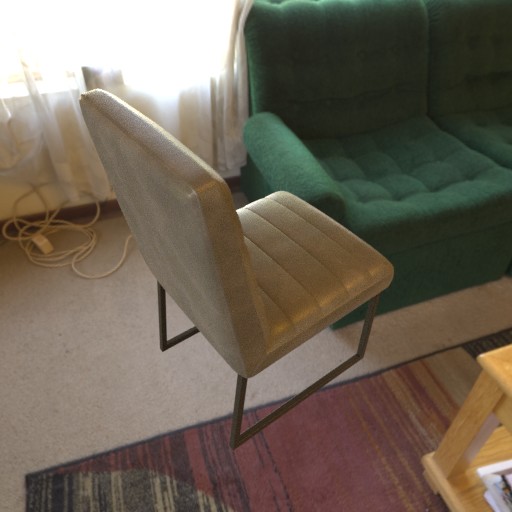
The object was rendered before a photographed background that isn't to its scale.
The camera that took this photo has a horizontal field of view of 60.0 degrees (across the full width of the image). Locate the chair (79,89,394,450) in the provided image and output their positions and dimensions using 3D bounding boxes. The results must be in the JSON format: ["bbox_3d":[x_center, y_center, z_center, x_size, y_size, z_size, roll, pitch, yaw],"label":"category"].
[{"bbox_3d":[0.000,0.000,1.257,0.634,0.930,0.520,-26,47,-27],"label":"chair"}]
